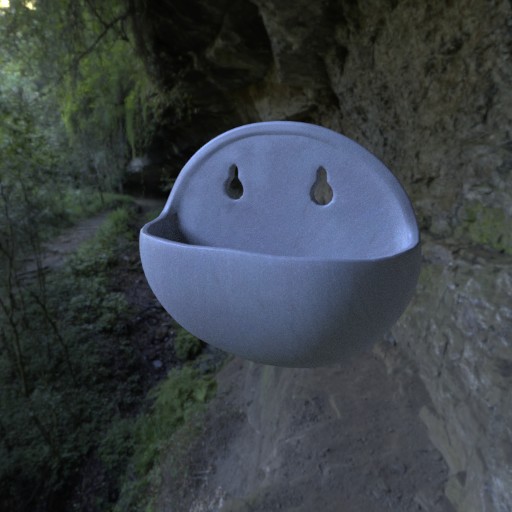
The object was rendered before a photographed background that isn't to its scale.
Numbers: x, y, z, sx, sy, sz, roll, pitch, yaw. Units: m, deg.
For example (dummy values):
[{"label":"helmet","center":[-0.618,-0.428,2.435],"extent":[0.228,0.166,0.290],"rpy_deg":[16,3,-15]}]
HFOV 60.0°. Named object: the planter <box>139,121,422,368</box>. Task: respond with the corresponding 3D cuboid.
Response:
[{"label":"planter","center":[0.000,0.000,0.277],"extent":[0.190,0.164,0.073],"rpy_deg":[7,16,26]}]
